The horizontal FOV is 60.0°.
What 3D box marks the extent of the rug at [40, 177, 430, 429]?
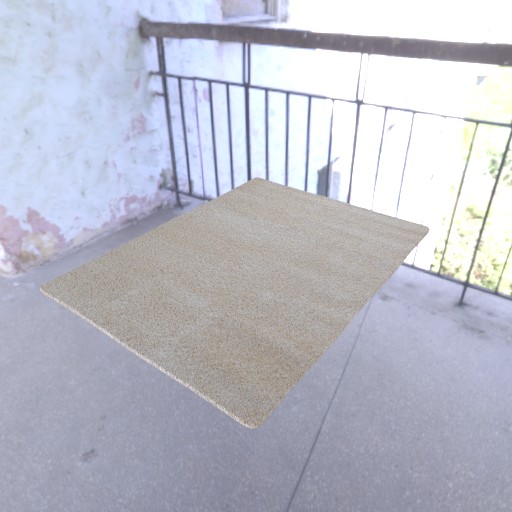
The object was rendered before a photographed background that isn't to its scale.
[{"bbox_3d":[0.000,0.000,2.189,1.199,0.025,1.600,22,38,31],"label":"rug"}]
